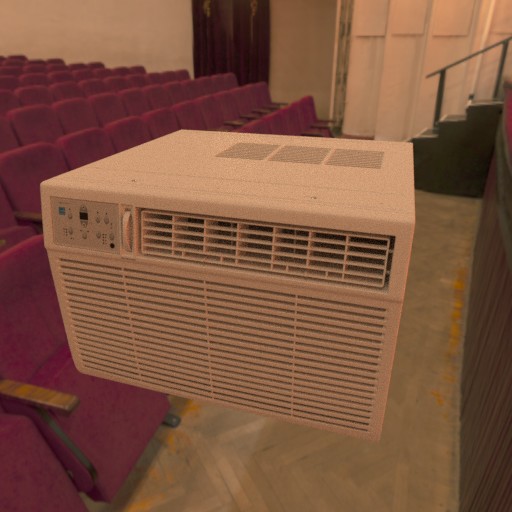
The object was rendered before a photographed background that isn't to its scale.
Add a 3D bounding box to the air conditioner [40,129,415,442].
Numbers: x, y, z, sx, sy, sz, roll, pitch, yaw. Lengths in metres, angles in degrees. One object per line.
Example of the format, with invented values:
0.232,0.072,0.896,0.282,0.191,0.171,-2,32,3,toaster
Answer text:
0.000,0.000,1.045,0.645,0.455,0.599,8,27,16,air conditioner
